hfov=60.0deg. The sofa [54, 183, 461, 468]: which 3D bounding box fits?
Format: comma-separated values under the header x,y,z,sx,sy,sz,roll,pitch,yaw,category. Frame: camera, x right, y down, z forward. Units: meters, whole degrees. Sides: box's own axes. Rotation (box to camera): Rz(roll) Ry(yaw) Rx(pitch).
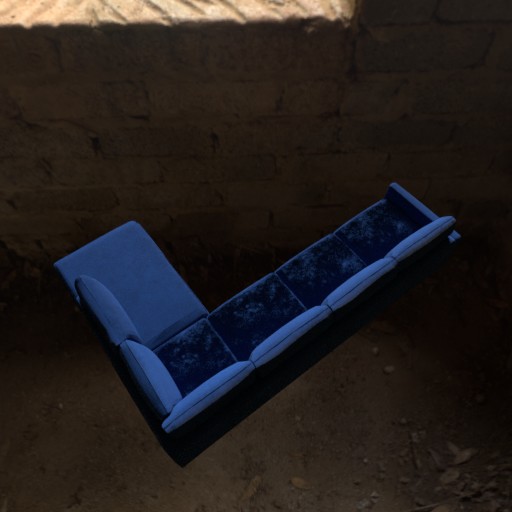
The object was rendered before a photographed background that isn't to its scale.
x,y,z,sx,sy,sz,roll,pitch,yaw,category
0.000,0.000,3.291,2.486,0.687,1.707,-32,63,-19,sofa
